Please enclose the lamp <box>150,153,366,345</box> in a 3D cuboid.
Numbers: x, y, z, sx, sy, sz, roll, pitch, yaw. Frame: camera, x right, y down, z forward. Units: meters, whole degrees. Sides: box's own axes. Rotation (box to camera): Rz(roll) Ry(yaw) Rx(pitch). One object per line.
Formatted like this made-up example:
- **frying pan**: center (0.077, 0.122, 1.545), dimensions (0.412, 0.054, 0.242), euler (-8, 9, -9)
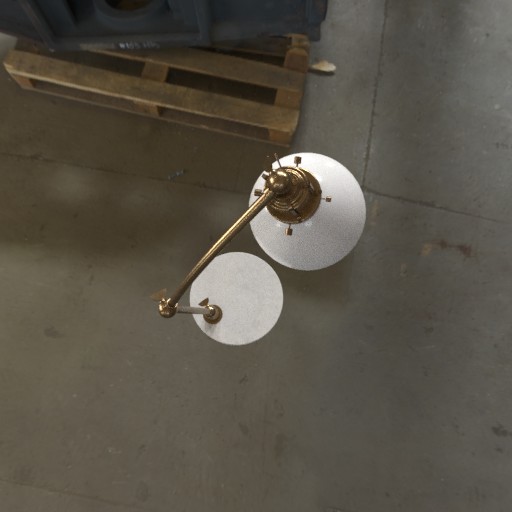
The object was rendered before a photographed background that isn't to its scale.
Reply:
- **lamp**: center (0.000, 0.000, 0.659), dimensions (0.317, 0.522, 0.186), euler (-34, 79, -8)
